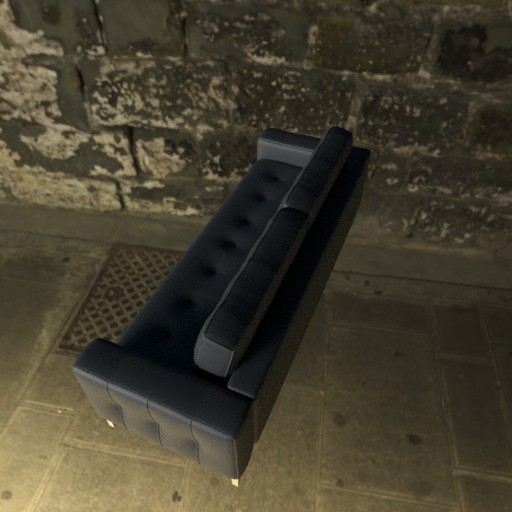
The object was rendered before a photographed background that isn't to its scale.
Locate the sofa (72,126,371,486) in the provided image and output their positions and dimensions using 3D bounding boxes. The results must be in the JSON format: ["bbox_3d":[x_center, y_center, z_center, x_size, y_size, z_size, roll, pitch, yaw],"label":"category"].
[{"bbox_3d":[0.000,0.000,2.679,0.833,0.893,2.275,17,48,16],"label":"sofa"}]
